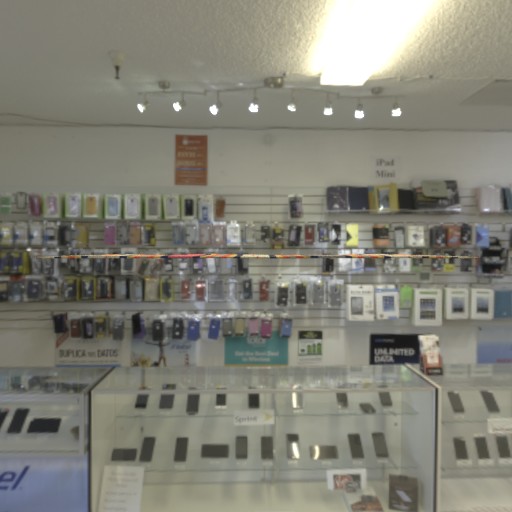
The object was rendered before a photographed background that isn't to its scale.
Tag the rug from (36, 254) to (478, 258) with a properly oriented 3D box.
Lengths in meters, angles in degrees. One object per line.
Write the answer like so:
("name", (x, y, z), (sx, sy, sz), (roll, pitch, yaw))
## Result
("rug", (0.000, 0.000, 2.745), (2.455, 0.017, 0.695), (0, 1, 0))
